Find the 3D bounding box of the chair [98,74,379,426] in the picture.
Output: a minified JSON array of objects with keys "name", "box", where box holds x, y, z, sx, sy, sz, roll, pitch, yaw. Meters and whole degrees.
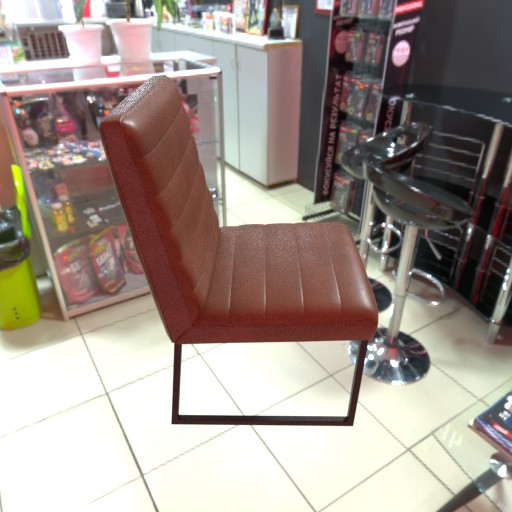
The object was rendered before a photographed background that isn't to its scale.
[{"name":"chair","box":[0.000,0.000,1.304,0.634,0.930,0.520,0,32,1]}]
